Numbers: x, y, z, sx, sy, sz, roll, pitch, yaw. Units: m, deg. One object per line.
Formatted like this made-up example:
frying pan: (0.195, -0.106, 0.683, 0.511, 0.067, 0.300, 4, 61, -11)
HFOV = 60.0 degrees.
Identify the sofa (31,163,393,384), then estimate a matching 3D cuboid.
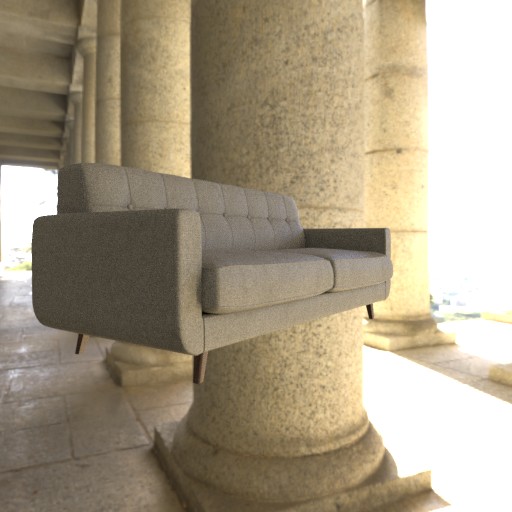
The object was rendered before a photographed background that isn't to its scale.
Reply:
sofa: (0.000, 0.000, 2.494, 0.968, 0.873, 2.055, 1, 2, 36)
